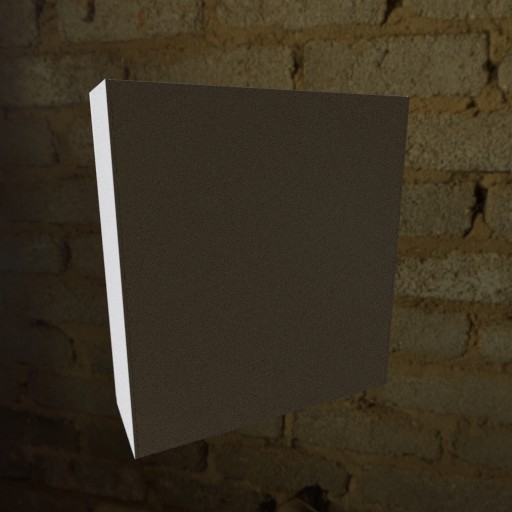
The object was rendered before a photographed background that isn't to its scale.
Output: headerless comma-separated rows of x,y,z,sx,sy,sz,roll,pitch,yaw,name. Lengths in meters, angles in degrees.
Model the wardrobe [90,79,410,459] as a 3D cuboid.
0.000,0.000,2.838,1.780,1.960,0.629,-7,16,-25,wardrobe
